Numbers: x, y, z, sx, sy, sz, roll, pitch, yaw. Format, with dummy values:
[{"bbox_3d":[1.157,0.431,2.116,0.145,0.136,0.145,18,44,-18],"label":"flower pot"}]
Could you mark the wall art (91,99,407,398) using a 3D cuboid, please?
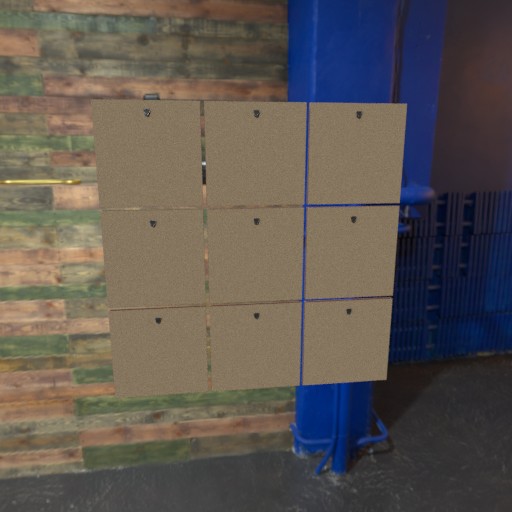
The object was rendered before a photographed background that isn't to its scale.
[{"bbox_3d":[0.000,0.000,1.369,0.906,0.904,0.018,-2,14,-7],"label":"wall art"}]
